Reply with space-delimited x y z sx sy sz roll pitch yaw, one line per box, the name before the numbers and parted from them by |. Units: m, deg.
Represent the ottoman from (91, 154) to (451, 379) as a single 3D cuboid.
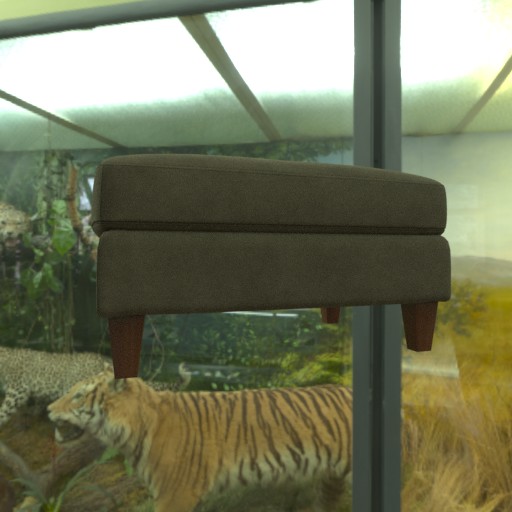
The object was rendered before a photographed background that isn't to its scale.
ottoman | 0.000 0.000 1.242 0.864 0.483 0.584 0 0 -19
